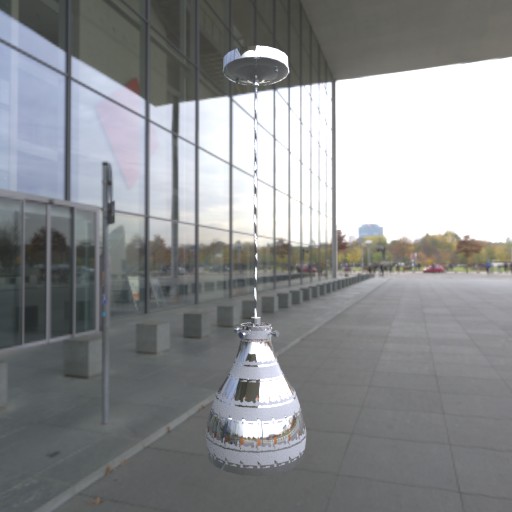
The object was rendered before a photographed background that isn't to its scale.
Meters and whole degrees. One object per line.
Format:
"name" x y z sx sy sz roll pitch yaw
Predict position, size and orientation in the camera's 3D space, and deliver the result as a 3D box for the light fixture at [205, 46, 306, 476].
"light fixture" 0.000 0.000 1.652 0.374 1.457 0.374 -1 -1 35
